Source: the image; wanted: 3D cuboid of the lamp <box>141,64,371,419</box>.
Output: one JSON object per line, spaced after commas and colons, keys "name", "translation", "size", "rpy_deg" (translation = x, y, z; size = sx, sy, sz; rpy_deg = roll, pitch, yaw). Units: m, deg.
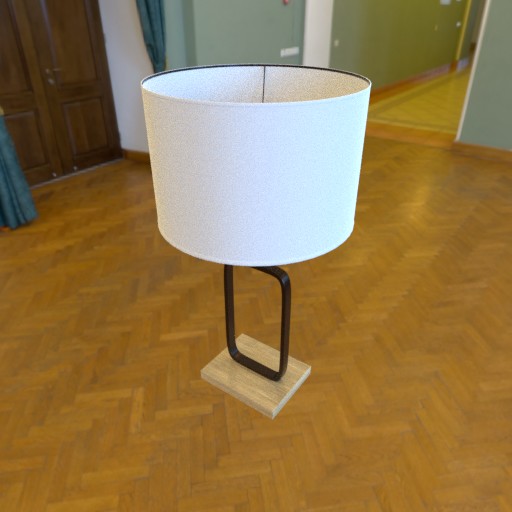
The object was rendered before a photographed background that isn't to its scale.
{"name": "lamp", "translation": [0.000, 0.000, 0.677], "size": [0.279, 0.508, 0.279], "rpy_deg": [20, 36, 30]}
